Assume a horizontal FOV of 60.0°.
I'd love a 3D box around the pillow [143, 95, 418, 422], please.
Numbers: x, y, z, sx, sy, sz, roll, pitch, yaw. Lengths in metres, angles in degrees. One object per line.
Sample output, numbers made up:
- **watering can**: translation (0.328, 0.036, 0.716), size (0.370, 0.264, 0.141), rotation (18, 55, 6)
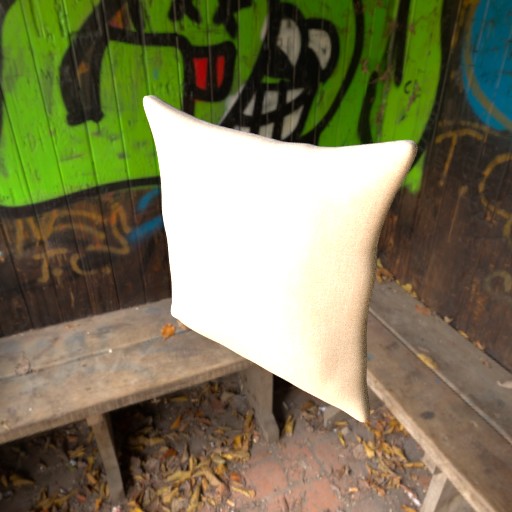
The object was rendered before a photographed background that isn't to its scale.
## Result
- **pillow**: translation (0.000, 0.000, 0.689), size (0.436, 0.432, 0.138), rotation (22, 37, 32)
